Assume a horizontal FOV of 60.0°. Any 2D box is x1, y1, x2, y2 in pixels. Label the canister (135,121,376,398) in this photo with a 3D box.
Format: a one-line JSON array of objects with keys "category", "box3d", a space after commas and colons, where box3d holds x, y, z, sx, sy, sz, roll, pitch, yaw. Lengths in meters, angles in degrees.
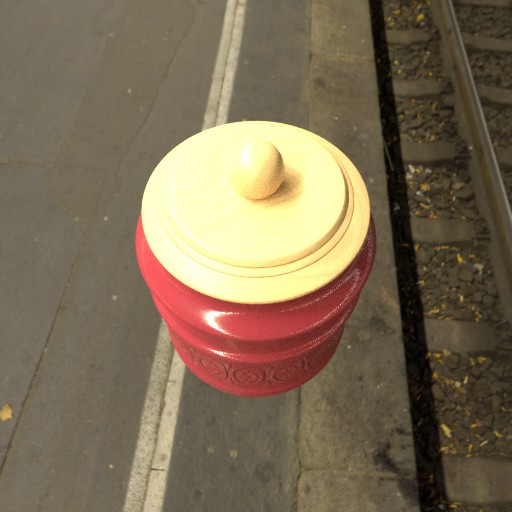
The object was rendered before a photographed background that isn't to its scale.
[{"category": "canister", "box3d": [0.000, 0.000, 0.266, 0.130, 0.176, 0.130, 0, 58, 0]}]
